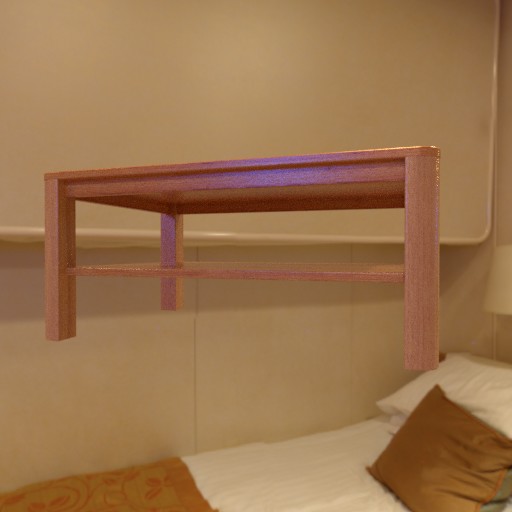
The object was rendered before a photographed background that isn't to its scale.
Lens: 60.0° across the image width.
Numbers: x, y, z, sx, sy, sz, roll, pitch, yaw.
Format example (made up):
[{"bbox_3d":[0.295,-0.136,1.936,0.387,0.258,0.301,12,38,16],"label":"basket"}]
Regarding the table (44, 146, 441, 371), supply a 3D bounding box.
[{"bbox_3d":[0.000,0.000,1.352,0.997,0.445,0.696,0,1,19],"label":"table"}]
